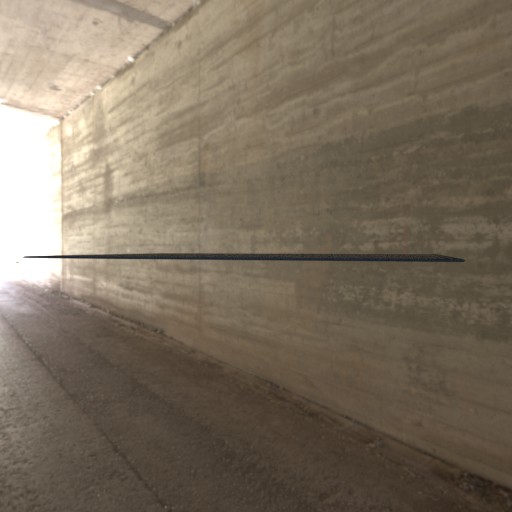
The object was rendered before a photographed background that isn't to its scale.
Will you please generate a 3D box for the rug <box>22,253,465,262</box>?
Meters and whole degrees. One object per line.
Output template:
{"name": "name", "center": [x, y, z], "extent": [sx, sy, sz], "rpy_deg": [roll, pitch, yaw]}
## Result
{"name": "rug", "center": [0.000, 0.000, 2.290], "extent": [1.829, 0.010, 1.219], "rpy_deg": [0, 1, 19]}
